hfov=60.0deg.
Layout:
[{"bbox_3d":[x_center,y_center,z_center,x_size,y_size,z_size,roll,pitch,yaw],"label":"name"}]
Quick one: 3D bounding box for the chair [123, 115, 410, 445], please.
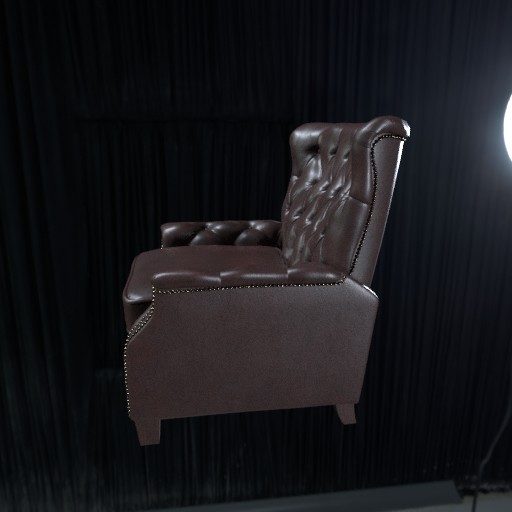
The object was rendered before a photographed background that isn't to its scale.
[{"bbox_3d":[0.000,0.000,1.465,0.823,0.864,0.709,-3,15,-9],"label":"chair"}]
